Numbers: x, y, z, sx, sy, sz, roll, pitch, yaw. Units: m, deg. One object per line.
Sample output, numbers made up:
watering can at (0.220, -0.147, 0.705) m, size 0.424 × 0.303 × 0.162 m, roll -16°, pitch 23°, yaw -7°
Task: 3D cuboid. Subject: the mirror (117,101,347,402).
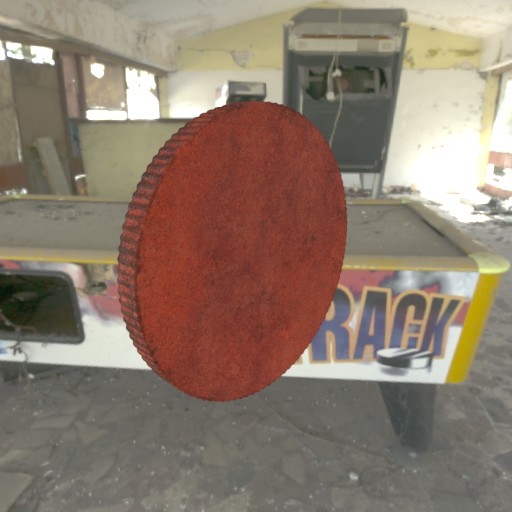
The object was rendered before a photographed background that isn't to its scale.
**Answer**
mirror at (0.000, 0.000, 0.926) m, size 0.056 × 0.609 × 0.609 m, roll 15°, pitch 22°, yaw 42°
